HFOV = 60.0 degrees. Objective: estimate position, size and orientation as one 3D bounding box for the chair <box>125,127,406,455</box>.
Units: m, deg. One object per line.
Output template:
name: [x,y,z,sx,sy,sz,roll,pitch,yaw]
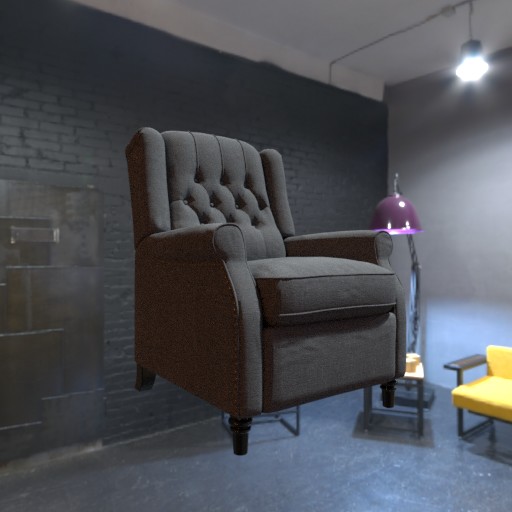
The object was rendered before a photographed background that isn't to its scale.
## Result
chair: [0.000,0.000,1.625,0.742,1.035,0.898,0,0,-36]
